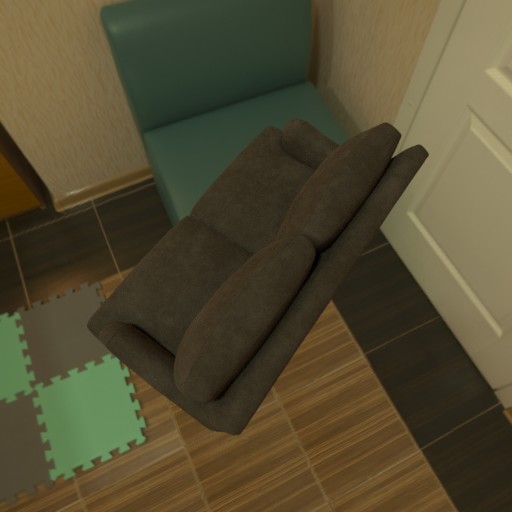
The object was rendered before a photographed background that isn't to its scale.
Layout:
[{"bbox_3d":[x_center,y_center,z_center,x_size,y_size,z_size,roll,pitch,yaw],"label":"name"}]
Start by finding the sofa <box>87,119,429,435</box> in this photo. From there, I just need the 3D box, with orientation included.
[{"bbox_3d":[0.000,0.000,2.623,1.084,1.101,1.853,32,67,15],"label":"sofa"}]
